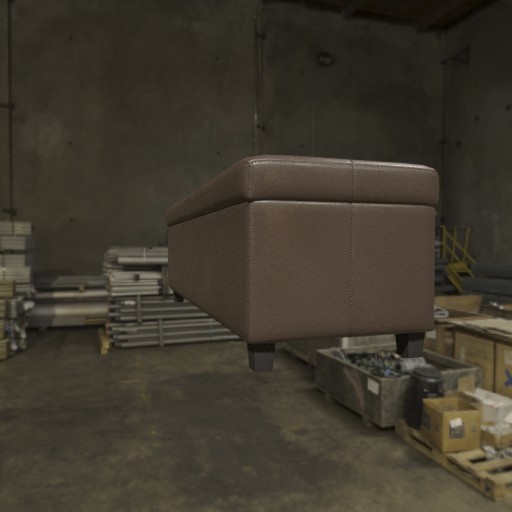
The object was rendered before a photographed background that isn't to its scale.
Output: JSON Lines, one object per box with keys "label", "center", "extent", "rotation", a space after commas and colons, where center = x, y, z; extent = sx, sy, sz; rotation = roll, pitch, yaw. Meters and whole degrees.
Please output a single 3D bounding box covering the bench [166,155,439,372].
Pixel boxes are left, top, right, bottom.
{"label": "bench", "center": [0.000, 0.000, 1.437], "extent": [0.450, 0.417, 1.219], "rotation": [0, 1, -18]}
